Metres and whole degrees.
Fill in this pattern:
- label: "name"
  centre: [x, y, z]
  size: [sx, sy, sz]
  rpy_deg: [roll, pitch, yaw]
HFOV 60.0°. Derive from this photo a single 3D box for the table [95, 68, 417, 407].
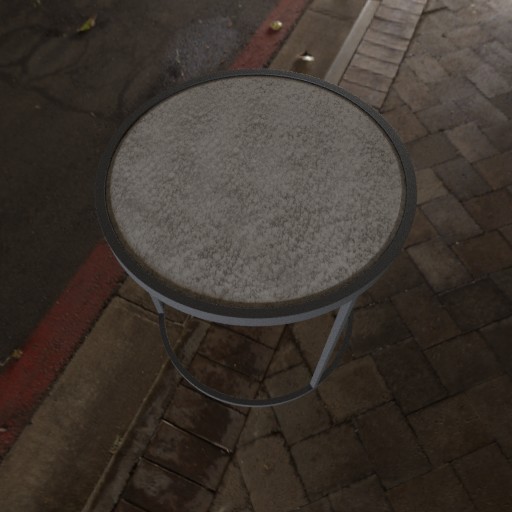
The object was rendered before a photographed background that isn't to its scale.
- label: "table"
  centre: [0.000, 0.000, 0.870]
  size: [0.470, 0.498, 0.470]
  rpy_deg: [0, 59, 0]
